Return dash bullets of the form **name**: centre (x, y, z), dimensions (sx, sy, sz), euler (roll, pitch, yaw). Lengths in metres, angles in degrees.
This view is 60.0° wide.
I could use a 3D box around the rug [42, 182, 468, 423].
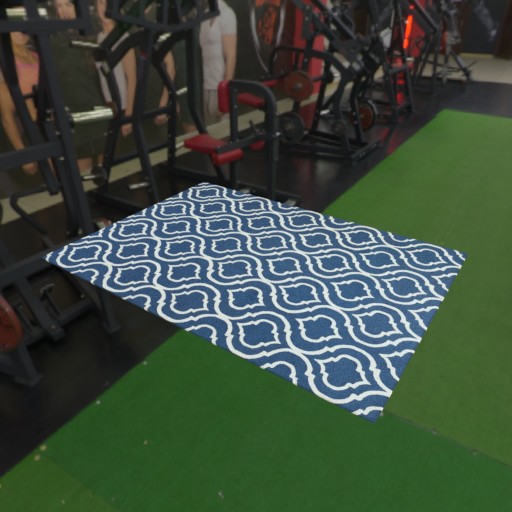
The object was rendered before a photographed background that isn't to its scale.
- **rug**: centre (0.000, 0.000, 2.722), dimensions (2.134, 0.010, 1.524), euler (19, 36, 29)
